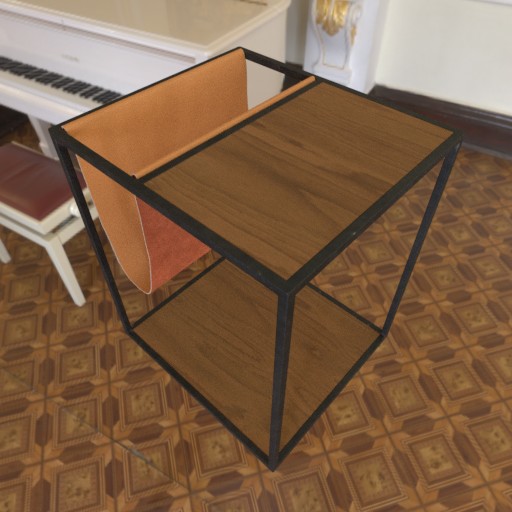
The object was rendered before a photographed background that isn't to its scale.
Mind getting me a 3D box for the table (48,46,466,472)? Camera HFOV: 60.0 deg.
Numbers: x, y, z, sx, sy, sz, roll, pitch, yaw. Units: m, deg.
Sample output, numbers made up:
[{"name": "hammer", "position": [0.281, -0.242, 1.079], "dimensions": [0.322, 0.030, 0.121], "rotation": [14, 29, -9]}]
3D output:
[{"name": "table", "position": [0.000, 0.000, 0.827], "dimensions": [0.450, 0.536, 0.399], "rotation": [34, 55, 28]}]
